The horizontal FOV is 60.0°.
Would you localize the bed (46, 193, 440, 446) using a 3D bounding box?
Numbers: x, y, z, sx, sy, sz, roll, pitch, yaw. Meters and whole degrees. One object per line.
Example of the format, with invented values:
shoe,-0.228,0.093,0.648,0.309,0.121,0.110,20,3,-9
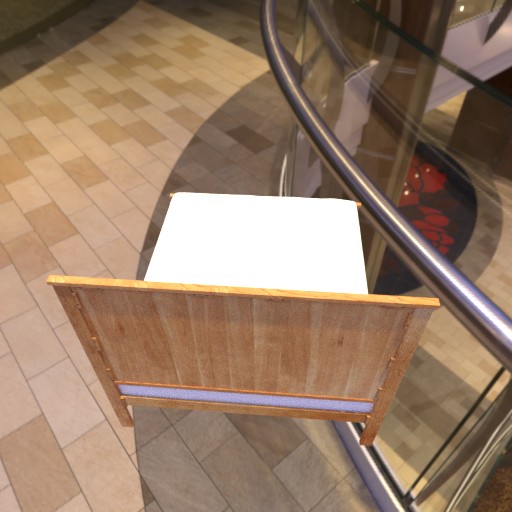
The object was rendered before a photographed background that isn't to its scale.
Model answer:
bed,0.000,0.000,4.067,2.225,1.938,2.530,3,45,3
